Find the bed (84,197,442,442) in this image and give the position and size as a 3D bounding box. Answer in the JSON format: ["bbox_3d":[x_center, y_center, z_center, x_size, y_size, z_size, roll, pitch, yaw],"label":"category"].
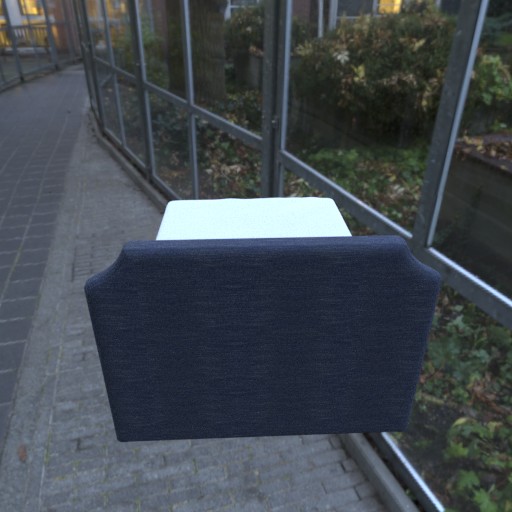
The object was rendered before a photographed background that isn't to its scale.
[{"bbox_3d":[0.000,0.000,3.183,1.693,1.290,2.116,-1,30,-2],"label":"bed"}]
